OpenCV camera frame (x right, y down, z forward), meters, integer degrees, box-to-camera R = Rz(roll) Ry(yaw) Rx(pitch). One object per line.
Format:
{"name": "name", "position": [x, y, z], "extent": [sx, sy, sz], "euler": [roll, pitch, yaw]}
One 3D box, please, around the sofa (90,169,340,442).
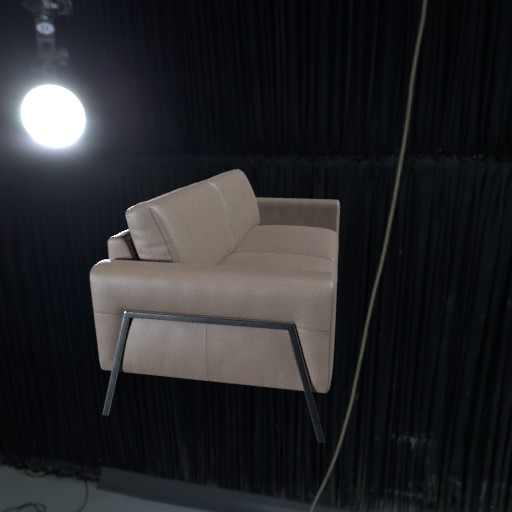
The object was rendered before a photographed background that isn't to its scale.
{"name": "sofa", "position": [0.000, 0.000, 2.610], "extent": [0.953, 0.875, 2.017], "euler": [3, 16, 10]}
